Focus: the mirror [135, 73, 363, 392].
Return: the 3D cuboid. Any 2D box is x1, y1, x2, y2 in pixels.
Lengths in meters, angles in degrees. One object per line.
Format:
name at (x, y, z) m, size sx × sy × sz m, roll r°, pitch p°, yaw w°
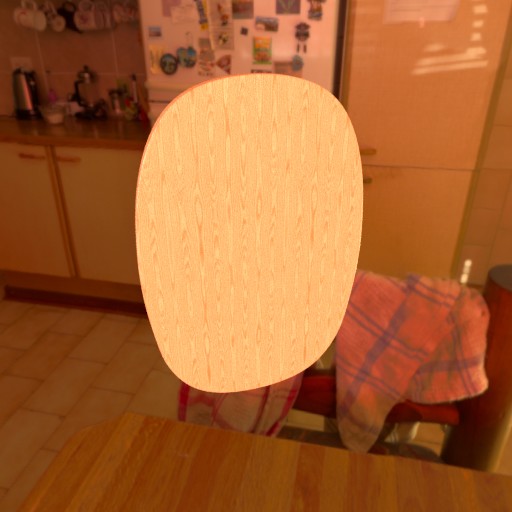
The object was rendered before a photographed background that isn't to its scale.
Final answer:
mirror at (0.000, 0.000, 1.407) m, size 0.724 × 1.075 × 0.037 m, roll -8°, pitch 28°, yaw -16°
